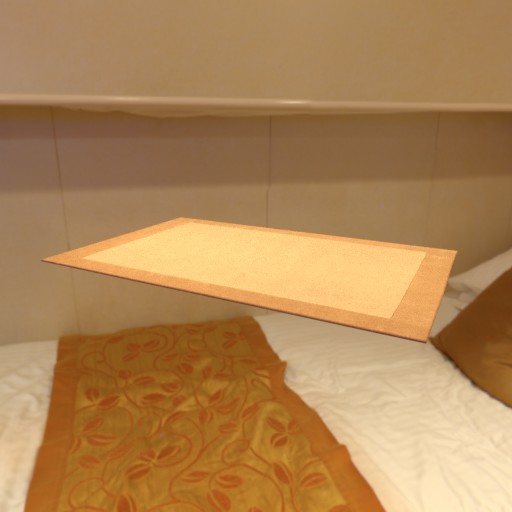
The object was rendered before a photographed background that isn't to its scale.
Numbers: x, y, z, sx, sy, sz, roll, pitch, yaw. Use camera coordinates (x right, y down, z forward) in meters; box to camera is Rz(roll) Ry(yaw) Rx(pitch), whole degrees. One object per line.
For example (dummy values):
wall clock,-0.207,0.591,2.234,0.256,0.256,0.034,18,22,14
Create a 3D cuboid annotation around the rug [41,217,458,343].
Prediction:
rug,0.000,0.000,3.052,2.438,0.014,1.524,9,19,27
